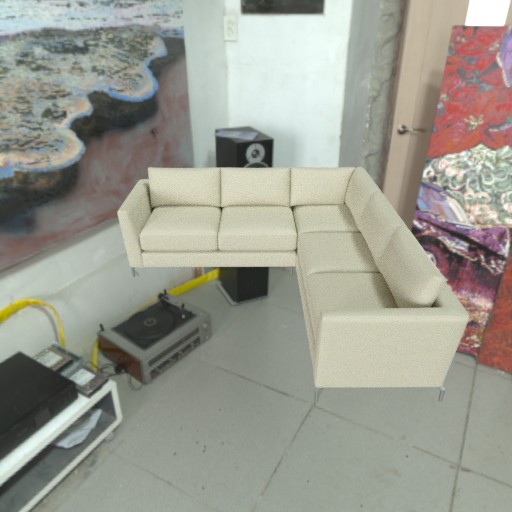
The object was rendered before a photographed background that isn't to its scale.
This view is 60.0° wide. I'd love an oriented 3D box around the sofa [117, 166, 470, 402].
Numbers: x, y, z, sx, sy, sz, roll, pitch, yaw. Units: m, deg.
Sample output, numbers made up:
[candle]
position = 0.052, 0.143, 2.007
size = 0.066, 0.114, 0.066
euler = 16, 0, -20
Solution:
[sofa]
position = 0.000, 0.000, 3.677
size = 2.430, 0.867, 2.448
euler = 0, 28, 0
